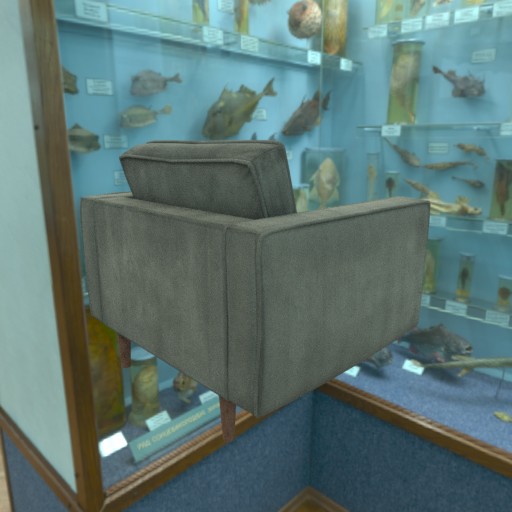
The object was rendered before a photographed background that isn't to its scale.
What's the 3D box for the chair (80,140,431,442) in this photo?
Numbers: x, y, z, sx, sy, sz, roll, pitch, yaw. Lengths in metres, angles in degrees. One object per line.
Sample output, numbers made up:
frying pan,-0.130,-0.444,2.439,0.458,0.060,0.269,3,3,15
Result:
chair,0.000,0.000,1.530,0.843,0.773,0.928,-13,20,-42
